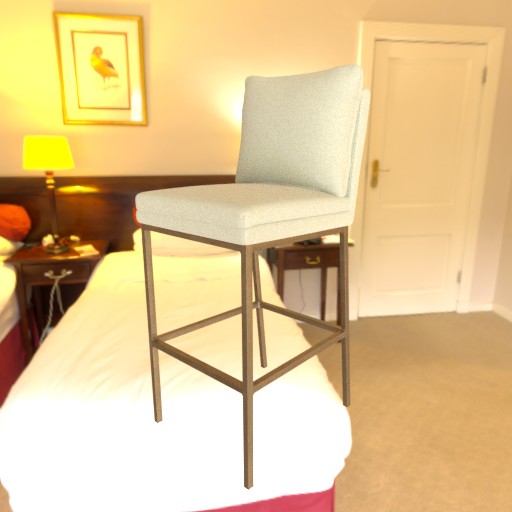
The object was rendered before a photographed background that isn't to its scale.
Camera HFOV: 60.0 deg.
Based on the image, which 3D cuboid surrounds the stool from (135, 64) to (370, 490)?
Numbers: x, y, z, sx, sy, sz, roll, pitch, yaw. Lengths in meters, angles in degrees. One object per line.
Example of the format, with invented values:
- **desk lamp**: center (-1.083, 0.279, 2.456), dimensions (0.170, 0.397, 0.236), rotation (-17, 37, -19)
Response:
- **stool**: center (0.000, 0.000, 1.396), dimensions (0.463, 1.125, 0.572), rotation (14, 20, 41)
